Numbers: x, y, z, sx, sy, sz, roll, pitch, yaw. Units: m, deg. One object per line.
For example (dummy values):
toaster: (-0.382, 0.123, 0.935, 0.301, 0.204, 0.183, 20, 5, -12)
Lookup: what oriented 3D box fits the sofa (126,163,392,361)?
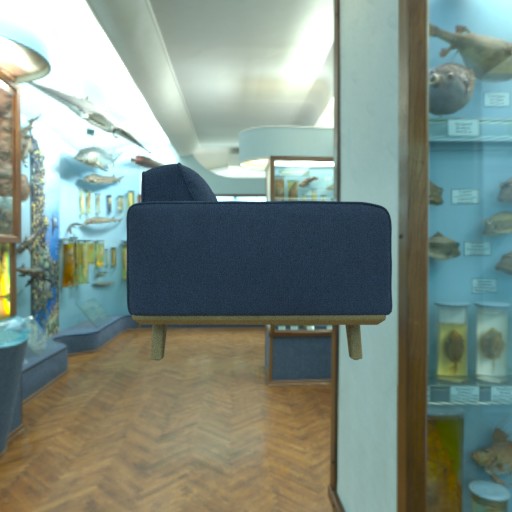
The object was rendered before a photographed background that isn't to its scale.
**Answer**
sofa: (0.000, 0.000, 2.678, 0.953, 0.782, 2.270, 0, 1, -1)
